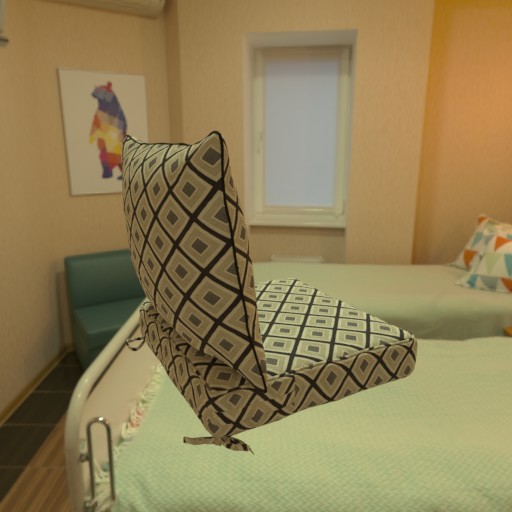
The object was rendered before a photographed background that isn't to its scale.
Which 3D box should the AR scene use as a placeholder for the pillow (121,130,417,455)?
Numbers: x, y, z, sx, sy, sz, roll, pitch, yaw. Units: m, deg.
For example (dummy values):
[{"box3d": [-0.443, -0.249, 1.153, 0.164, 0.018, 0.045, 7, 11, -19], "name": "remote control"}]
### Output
[{"box3d": [0.000, 0.000, 1.355, 0.733, 0.722, 0.798, -8, 16, -27], "name": "pillow"}]
